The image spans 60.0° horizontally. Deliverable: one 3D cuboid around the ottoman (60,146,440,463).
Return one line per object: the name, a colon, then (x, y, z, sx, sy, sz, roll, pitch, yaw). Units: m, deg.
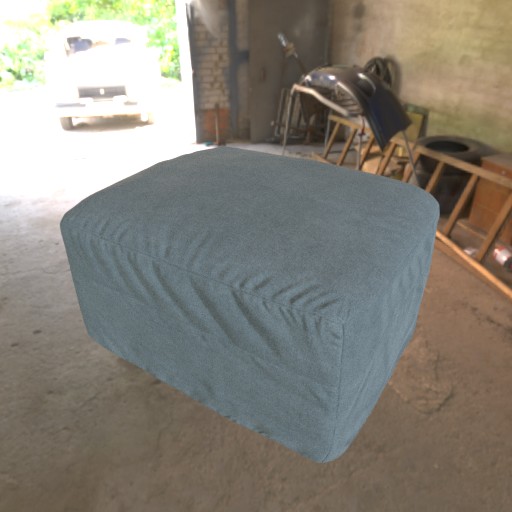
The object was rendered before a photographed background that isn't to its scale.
ottoman: (0.000, 0.000, 1.233, 0.837, 0.481, 0.683, 19, 36, 28)
